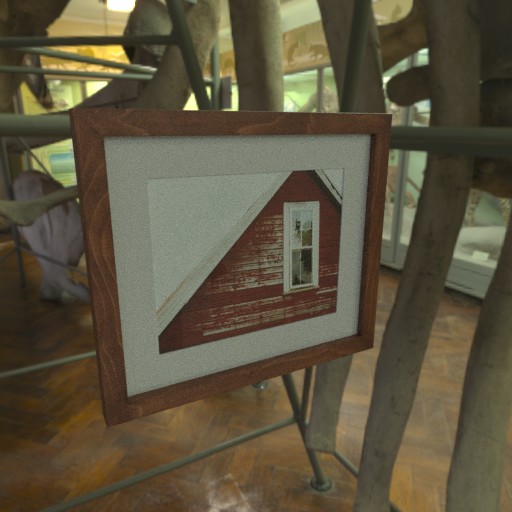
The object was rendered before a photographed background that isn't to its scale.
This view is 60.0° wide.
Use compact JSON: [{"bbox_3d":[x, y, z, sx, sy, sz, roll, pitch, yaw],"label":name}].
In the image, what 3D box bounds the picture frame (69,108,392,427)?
[{"bbox_3d":[0.000,0.000,0.533,0.381,0.330,0.025,-9,18,-27],"label":"picture frame"}]
